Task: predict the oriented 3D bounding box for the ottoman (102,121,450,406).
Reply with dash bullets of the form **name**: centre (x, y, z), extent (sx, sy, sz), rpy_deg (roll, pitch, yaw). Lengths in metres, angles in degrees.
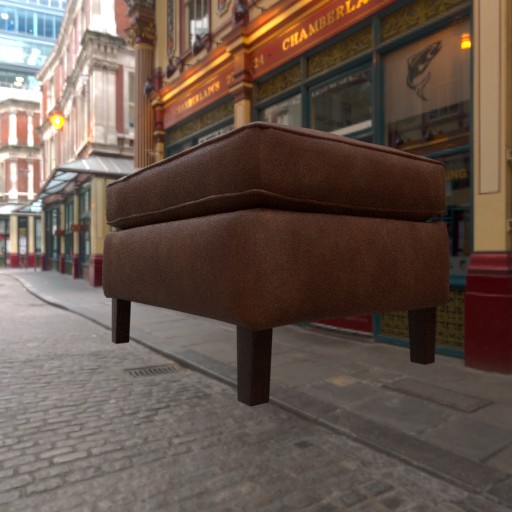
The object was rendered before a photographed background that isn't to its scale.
- **ottoman**: centre (0.000, 0.000, 0.967), extent (0.501, 0.418, 0.665), rpy_deg (0, 0, -36)
